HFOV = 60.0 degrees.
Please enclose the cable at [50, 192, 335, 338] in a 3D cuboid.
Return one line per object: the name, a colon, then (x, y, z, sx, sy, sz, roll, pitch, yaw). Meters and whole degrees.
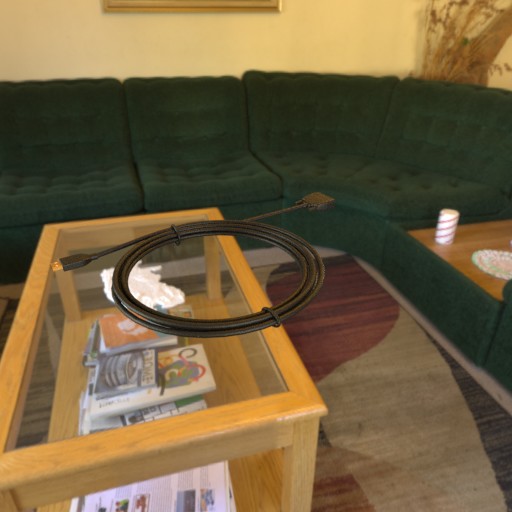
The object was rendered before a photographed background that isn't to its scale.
cable: (0.000, 0.000, 0.531, 0.422, 0.030, 0.257, -17, 33, -29)
